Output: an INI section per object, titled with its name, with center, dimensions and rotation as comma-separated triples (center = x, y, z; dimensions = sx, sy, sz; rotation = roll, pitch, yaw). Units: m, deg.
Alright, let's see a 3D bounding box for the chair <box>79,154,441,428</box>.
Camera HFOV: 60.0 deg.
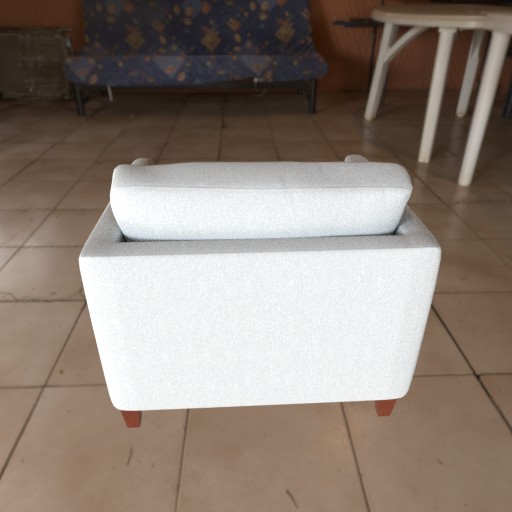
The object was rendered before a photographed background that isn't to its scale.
[chair]
center = 0.000, 0.000, 1.824
dimensions = 1.107, 0.961, 0.953
rotation = -2, 30, -3
